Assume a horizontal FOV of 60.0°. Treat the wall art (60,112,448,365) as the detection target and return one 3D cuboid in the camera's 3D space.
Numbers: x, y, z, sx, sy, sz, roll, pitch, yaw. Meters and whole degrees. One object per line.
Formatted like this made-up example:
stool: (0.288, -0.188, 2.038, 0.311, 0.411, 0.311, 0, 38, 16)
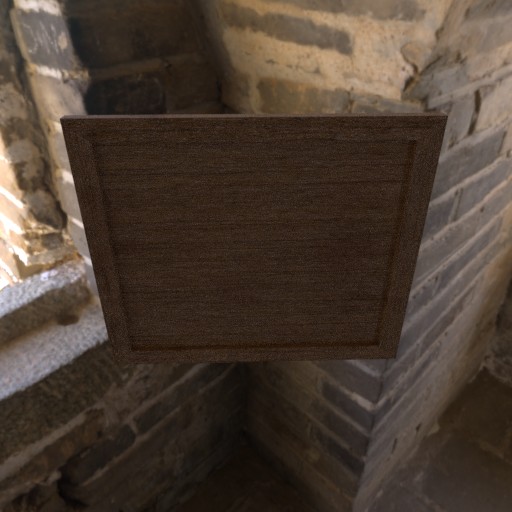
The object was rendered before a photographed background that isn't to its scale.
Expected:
wall art: (0.000, 0.000, 0.947, 0.690, 0.588, 0.026, -1, 31, -2)
